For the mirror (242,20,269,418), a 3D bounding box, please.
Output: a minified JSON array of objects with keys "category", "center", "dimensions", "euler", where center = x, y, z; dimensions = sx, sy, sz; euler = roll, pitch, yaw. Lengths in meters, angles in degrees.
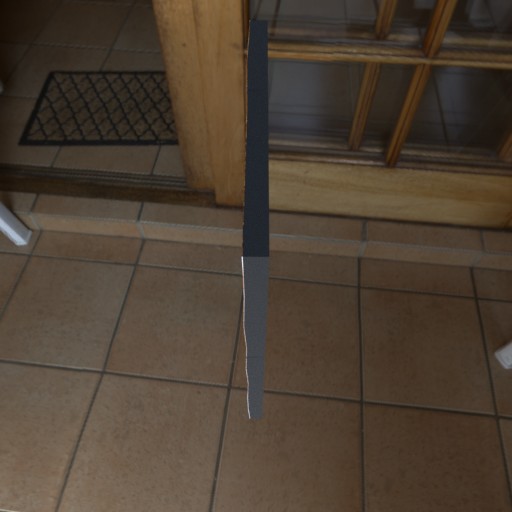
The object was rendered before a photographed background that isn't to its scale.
[{"category":"mirror","center":[0.000,0.000,1.162],"dimensions":[0.044,0.912,0.606],"euler":[0,57,0]}]
